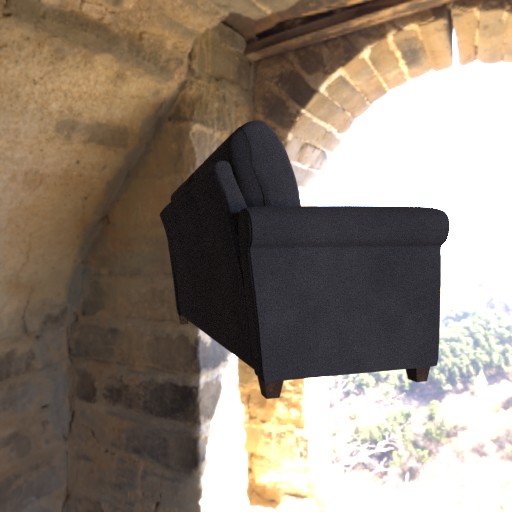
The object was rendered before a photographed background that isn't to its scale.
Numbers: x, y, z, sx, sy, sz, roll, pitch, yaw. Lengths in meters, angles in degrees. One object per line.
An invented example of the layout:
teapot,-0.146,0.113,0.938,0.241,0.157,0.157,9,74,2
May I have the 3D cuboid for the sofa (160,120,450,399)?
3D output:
sofa,0.000,0.000,2.375,0.842,0.942,1.935,0,-1,-18
